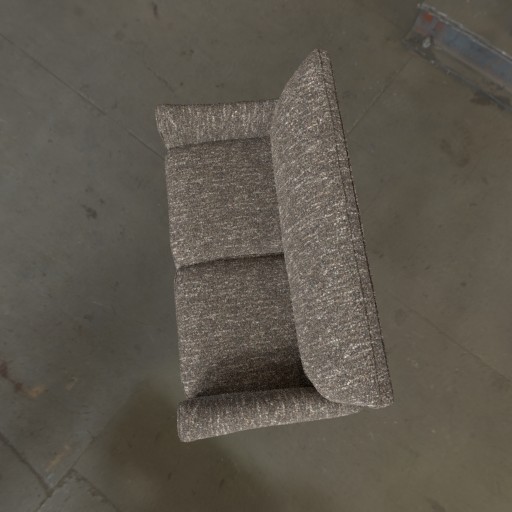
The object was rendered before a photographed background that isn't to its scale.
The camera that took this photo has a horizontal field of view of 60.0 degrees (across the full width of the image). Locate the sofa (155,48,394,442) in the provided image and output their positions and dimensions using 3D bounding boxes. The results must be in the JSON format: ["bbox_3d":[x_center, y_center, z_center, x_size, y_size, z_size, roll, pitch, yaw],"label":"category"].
[{"bbox_3d":[0.000,0.000,2.091,0.801,0.946,1.519,-7,76,-2],"label":"sofa"}]
